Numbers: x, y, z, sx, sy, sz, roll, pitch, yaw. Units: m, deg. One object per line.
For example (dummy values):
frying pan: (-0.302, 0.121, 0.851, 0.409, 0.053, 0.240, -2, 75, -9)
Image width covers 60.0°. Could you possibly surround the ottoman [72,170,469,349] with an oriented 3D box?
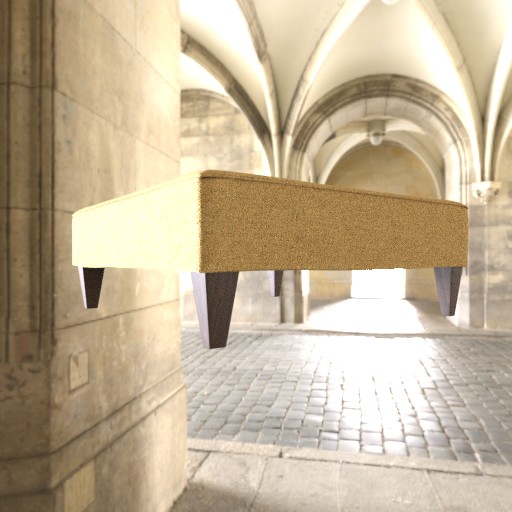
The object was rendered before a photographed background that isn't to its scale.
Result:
ottoman: (0.000, 0.000, 1.500, 0.970, 0.378, 0.981, 0, 0, -36)
